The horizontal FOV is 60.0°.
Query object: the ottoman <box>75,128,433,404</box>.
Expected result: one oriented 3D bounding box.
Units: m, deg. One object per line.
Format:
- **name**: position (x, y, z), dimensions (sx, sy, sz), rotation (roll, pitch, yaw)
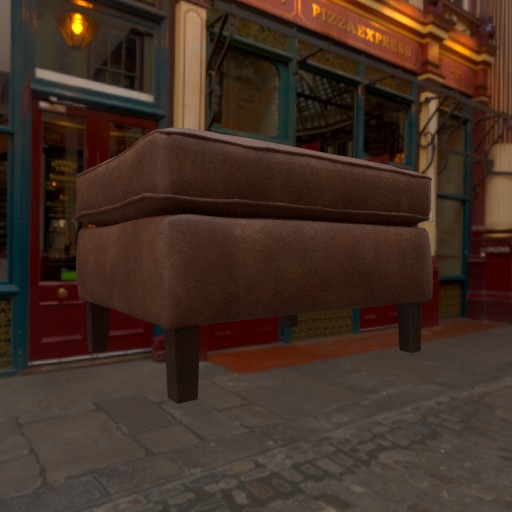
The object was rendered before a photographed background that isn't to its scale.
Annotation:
- **ottoman**: position (0.000, 0.000, 0.975), dimensions (0.665, 0.418, 0.501), rotation (0, 0, -36)
